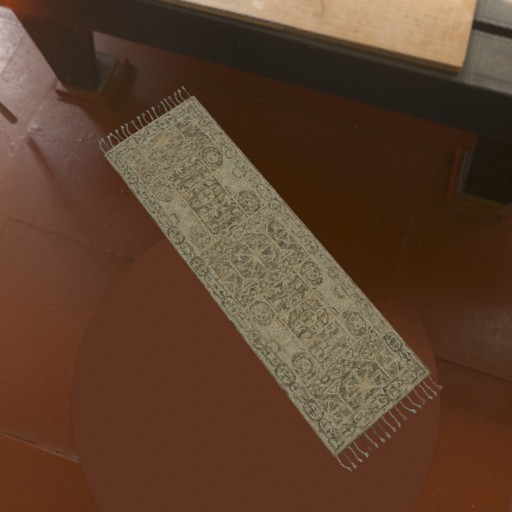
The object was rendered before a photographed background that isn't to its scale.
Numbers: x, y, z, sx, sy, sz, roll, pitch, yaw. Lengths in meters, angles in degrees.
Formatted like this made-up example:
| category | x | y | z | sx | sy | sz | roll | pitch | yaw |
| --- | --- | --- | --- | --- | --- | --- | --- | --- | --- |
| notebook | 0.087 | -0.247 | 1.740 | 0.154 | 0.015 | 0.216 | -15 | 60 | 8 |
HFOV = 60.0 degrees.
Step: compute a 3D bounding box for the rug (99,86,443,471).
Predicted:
| category | x | y | z | sx | sy | sz | roll | pitch | yaw |
| --- | --- | --- | --- | --- | --- | --- | --- | --- | --- |
| rug | 0.000 | 0.000 | 2.849 | 0.762 | 0.011 | 2.664 | -37 | 77 | -10 |
